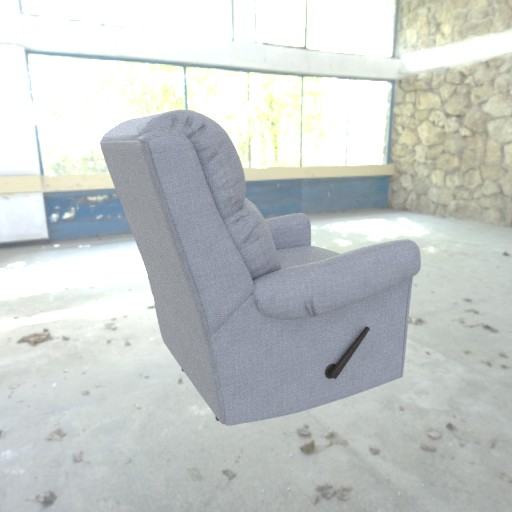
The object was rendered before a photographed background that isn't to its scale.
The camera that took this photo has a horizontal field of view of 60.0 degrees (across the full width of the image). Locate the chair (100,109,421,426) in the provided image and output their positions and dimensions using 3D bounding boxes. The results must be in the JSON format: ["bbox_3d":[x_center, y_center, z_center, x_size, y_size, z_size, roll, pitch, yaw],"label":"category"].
[{"bbox_3d":[0.000,0.000,1.749,1.014,1.054,0.838,-7,16,-26],"label":"chair"}]
